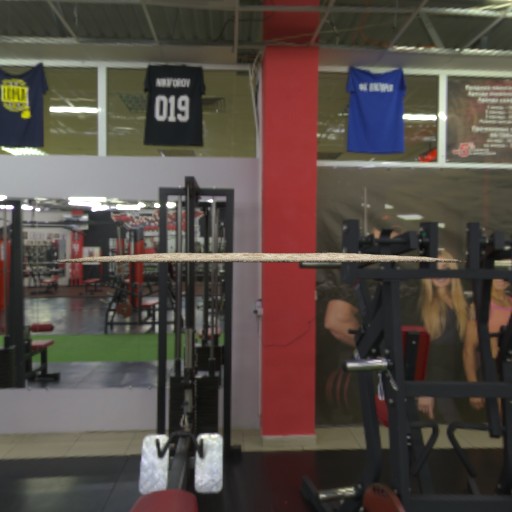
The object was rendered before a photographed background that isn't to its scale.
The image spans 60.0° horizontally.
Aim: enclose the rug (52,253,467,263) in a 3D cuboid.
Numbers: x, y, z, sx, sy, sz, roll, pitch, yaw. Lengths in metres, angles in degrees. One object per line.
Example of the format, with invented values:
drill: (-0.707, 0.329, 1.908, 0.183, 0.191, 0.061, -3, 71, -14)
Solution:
rug: (0.000, 0.000, 4.083, 2.426, 0.034, 3.061, 0, 1, -1)
